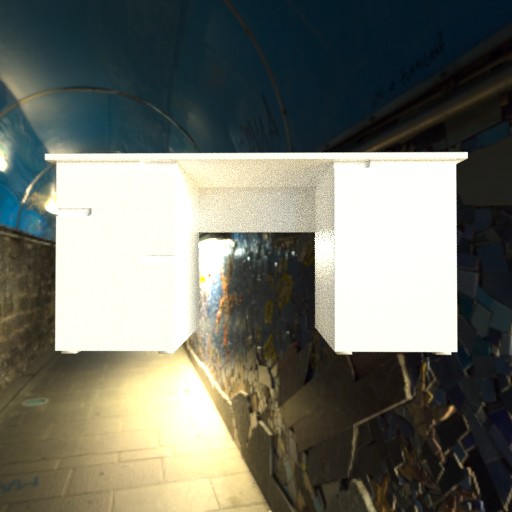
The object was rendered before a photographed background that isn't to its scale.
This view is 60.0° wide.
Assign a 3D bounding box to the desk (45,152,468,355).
[{"bbox_3d":[0.000,0.000,1.985,1.580,0.760,0.670,0,-1,1],"label":"desk"}]
